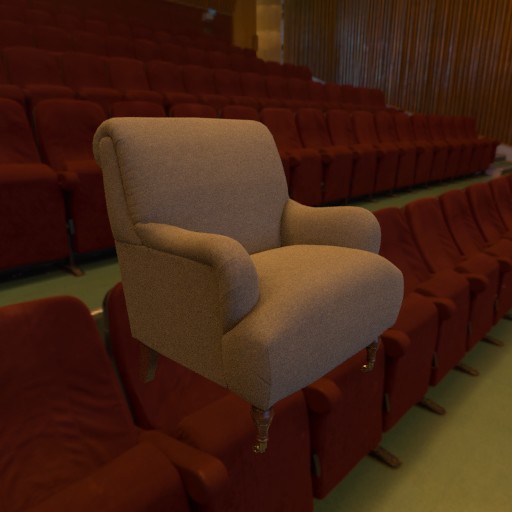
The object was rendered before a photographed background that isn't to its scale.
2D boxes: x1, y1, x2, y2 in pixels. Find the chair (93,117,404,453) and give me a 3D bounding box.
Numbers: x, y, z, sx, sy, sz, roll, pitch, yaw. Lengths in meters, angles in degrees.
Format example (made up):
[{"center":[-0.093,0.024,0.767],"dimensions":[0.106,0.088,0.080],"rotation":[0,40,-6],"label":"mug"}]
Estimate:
[{"center":[0.000,0.000,1.564],"dimensions":[0.843,0.942,0.766],"rotation":[14,21,41],"label":"chair"}]
